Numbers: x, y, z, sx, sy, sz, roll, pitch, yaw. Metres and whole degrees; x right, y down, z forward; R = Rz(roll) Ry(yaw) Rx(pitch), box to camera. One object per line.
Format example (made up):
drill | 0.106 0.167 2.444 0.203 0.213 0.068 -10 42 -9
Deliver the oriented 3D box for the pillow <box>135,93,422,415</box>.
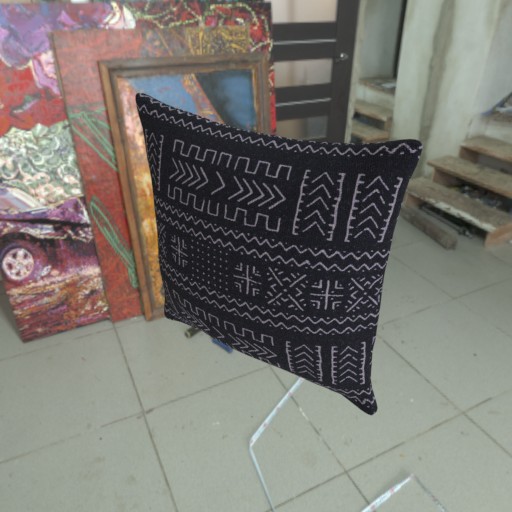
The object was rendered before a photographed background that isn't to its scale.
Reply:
pillow | 0.000 0.000 0.672 0.438 0.430 0.164 19 36 29
